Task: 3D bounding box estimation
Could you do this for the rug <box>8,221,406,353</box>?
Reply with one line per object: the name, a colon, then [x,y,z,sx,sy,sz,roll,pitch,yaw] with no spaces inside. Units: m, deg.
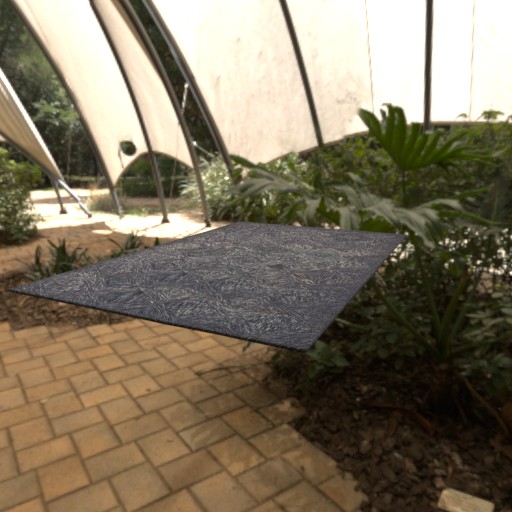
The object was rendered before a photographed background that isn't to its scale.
rug: [0.000,0.000,2.117,1.139,0.010,1.754,7,15,25]
